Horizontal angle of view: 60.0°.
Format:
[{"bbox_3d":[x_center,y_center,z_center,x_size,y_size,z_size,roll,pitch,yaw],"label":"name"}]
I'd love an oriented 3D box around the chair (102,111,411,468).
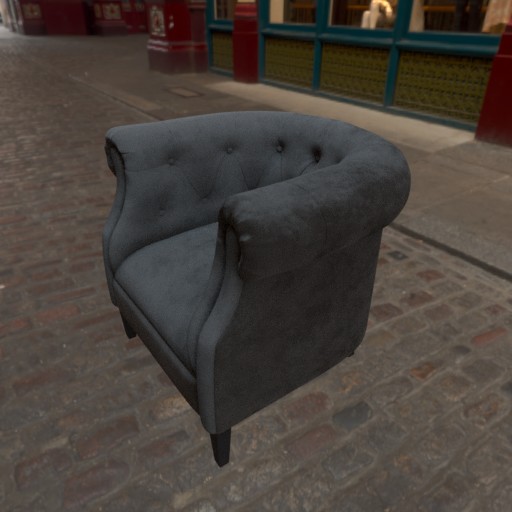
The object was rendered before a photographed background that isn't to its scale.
[{"bbox_3d":[0.000,0.000,1.530,0.851,0.826,0.904,-20,36,-30],"label":"chair"}]
